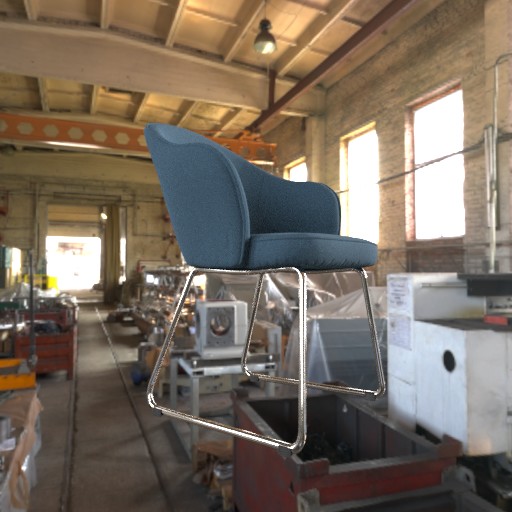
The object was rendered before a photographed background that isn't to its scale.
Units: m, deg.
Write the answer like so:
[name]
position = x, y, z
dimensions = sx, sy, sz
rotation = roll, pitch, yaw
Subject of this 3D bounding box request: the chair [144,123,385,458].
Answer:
[chair]
position = 0.000, 0.000, 1.226
dimensions = 0.585, 0.815, 0.570
rotation = -1, -2, 35
